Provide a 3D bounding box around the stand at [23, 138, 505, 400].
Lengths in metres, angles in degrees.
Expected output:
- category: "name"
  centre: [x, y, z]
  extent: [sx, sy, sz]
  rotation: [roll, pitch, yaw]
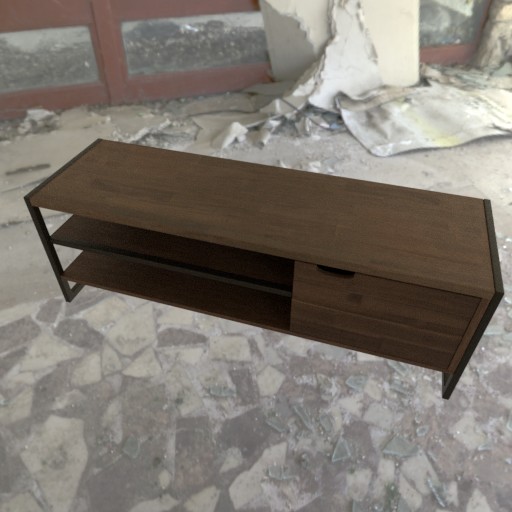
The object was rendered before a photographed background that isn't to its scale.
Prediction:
- category: "stand"
  centre: [0.000, 0.000, 1.631]
  extent: [1.480, 0.506, 0.454]
  rotation: [12, 42, 13]
